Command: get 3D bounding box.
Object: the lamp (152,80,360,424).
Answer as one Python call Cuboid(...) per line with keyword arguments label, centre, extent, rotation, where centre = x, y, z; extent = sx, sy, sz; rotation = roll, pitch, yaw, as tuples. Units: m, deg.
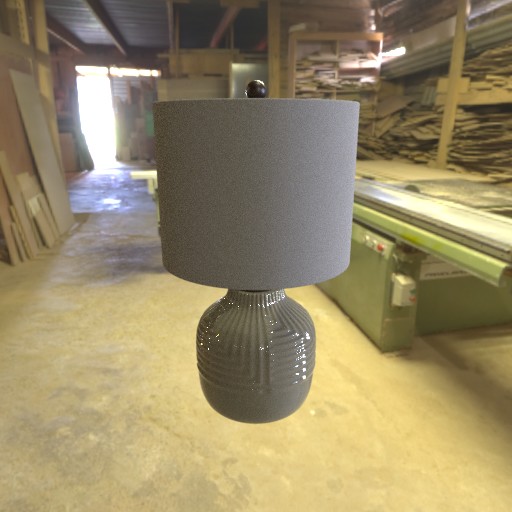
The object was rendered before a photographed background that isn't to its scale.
Cuboid(label="lamp", centre=(0.000, 0.000, 0.767), extent=(0.318, 0.567, 0.318), rotation=(0, 17, 0))
